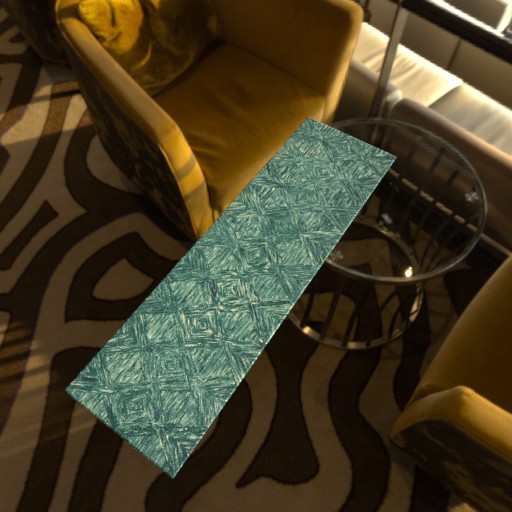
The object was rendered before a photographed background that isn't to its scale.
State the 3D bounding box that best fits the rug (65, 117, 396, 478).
[{"bbox_3d":[0.000,0.000,2.519,0.676,0.016,2.286,30,64,17],"label":"rug"}]
